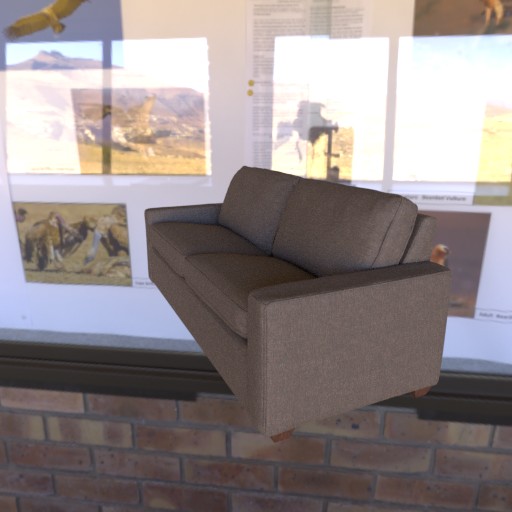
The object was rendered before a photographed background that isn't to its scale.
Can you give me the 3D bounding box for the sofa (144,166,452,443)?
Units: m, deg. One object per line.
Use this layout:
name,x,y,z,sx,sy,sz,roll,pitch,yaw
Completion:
sofa,0.000,0.000,2.616,0.940,0.919,2.080,-7,18,-24
